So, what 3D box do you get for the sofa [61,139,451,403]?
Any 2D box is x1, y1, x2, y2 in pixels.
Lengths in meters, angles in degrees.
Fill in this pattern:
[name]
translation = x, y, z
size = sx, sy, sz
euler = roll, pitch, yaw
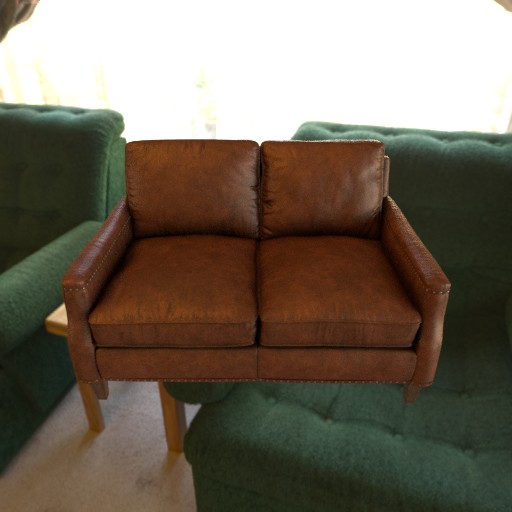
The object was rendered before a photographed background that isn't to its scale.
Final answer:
[sofa]
translation = 0.000, 0.000, 2.249
size = 1.628, 1.003, 1.083
euler = 0, 30, 1
